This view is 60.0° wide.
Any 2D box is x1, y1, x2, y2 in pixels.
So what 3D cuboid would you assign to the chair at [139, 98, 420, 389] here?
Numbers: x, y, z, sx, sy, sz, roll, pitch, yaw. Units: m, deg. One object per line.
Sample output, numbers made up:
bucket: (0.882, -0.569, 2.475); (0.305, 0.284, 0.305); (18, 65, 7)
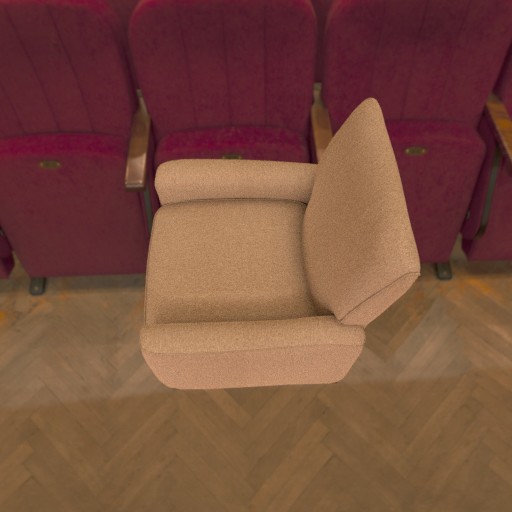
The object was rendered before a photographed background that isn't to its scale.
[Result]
chair: (0.000, 0.000, 1.714); (0.864, 1.014, 0.848); (-2, 60, -1)
